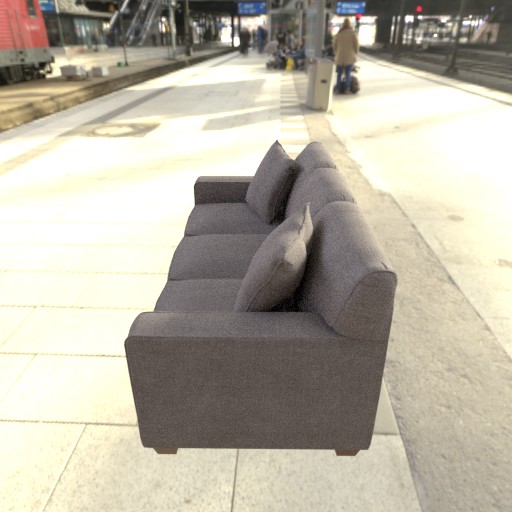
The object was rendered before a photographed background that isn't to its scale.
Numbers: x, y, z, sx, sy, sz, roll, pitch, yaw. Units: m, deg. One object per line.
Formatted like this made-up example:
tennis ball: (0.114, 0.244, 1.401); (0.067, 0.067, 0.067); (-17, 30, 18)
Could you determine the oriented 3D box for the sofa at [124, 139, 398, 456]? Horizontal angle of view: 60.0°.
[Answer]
sofa: (0.000, 0.000, 2.534); (0.997, 0.958, 2.024); (0, 27, 1)
